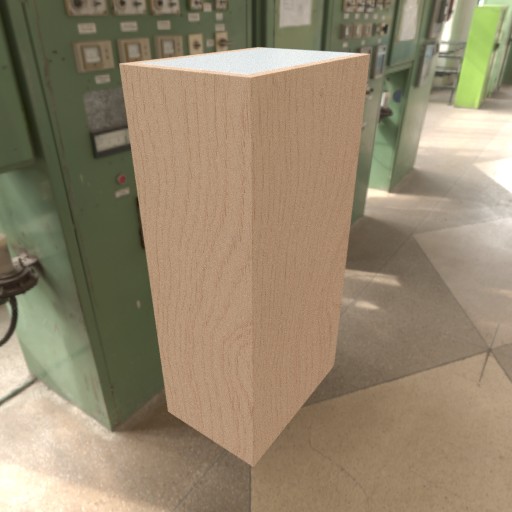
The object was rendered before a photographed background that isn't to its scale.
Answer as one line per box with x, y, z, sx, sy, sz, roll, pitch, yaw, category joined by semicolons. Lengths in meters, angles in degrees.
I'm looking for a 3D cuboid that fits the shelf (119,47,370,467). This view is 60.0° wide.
0.000;0.000;0.733;0.200;0.600;0.290;19;35;30;shelf
